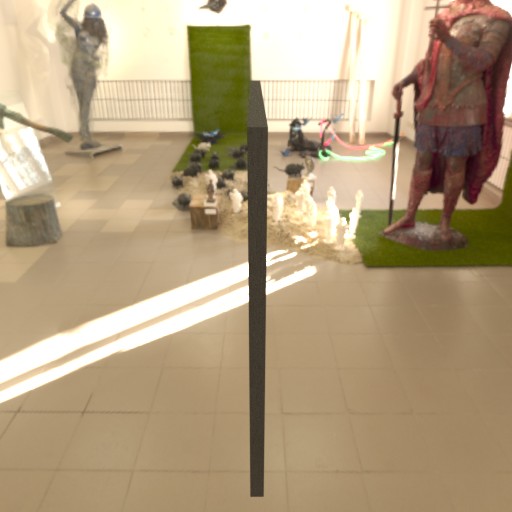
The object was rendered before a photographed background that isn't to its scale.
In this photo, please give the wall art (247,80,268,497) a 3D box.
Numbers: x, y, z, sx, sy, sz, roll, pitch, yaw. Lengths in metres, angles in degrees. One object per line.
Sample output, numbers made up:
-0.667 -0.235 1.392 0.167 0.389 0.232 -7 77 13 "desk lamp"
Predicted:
0.000 0.000 1.483 0.038 1.016 1.016 0 26 0 "wall art"
